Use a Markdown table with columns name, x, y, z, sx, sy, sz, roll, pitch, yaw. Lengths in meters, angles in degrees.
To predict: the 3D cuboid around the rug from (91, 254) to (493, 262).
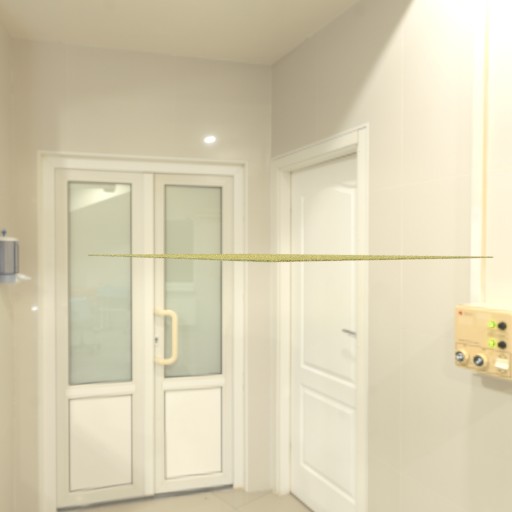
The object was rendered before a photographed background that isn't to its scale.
| name | x | y | z | sx | sy | sz | roll | pitch | yaw |
| --- | --- | --- | --- | --- | --- | --- | --- | --- | --- |
| rug | 0.000 | 0.000 | 2.890 | 1.529 | 0.007 | 2.297 | -1 | 1 | -36 |
